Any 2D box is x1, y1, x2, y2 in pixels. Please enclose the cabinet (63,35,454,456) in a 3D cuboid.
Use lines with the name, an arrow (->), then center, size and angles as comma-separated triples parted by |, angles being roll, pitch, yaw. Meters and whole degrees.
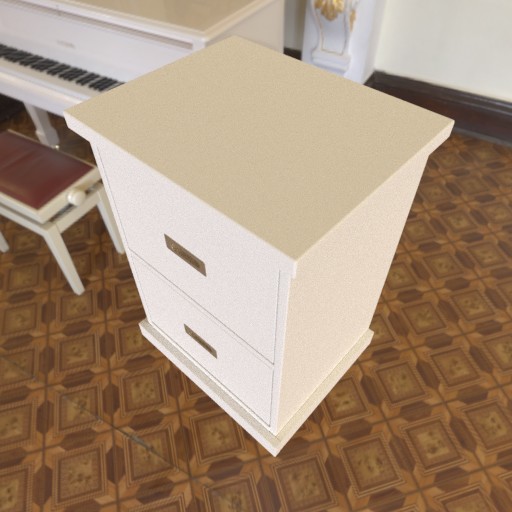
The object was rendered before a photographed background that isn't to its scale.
cabinet -> 0.000, 0.000, 1.027 | 0.520, 0.723, 0.431 | 34, 57, 27
